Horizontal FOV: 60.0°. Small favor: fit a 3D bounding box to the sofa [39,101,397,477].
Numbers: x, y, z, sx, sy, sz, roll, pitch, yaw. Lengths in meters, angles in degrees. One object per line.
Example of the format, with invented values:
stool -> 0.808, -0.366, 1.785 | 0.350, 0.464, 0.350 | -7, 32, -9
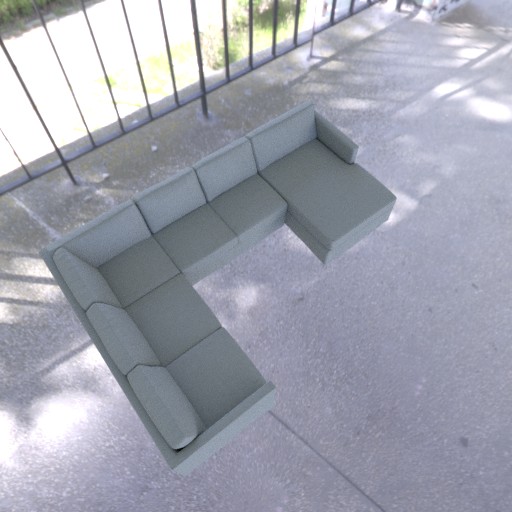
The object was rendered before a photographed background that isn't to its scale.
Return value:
sofa -> 0.000, 0.000, 4.538 | 3.460, 0.882, 2.427 | -34, 65, -18
